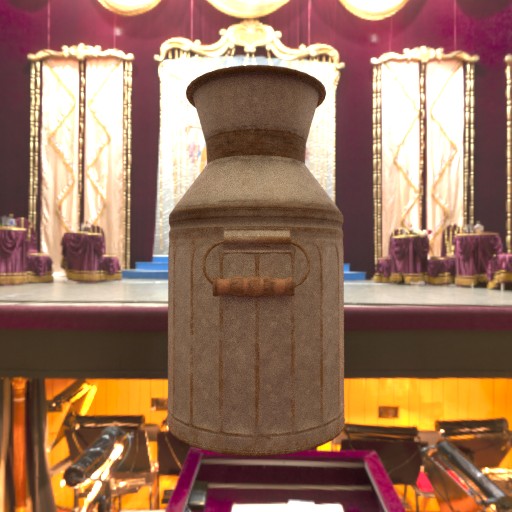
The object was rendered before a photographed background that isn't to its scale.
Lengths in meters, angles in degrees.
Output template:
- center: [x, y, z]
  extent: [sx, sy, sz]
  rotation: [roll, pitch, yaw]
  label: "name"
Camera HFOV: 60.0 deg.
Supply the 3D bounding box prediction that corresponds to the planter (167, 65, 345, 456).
- center: [0.000, 0.000, 0.541]
  extent: [0.214, 0.396, 0.245]
  rotation: [0, 0, -1]
  label: "planter"
